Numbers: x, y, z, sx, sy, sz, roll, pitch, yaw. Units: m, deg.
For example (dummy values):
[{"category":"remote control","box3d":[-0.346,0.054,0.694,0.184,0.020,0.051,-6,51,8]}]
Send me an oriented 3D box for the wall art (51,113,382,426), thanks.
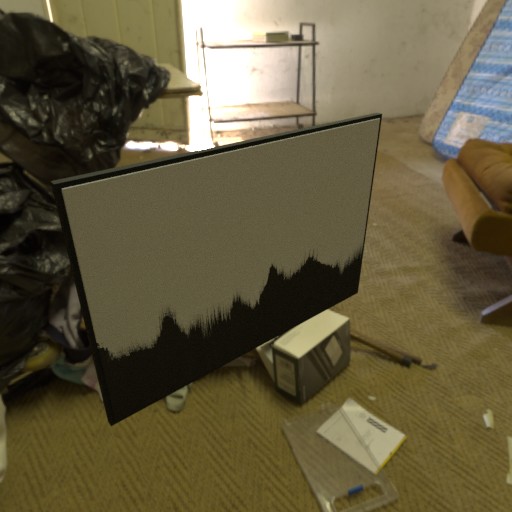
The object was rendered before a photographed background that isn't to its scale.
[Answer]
[{"category":"wall art","box3d":[0.000,0.000,1.531,1.190,0.805,0.028,-22,36,-33]}]
